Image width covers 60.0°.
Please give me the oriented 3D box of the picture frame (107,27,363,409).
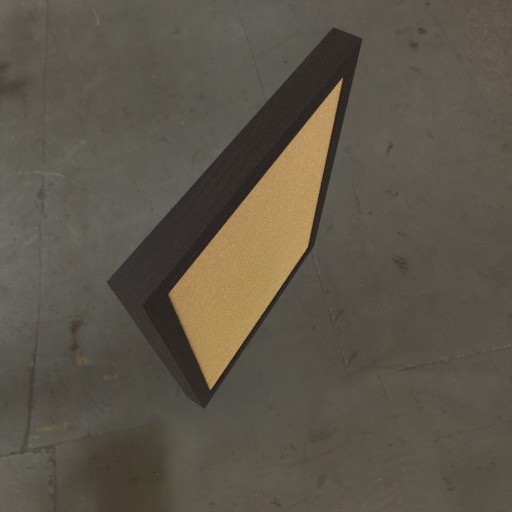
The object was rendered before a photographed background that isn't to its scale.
[{"bbox_3d":[0.000,0.000,0.748,0.044,0.555,0.452,30,66,15],"label":"picture frame"}]
